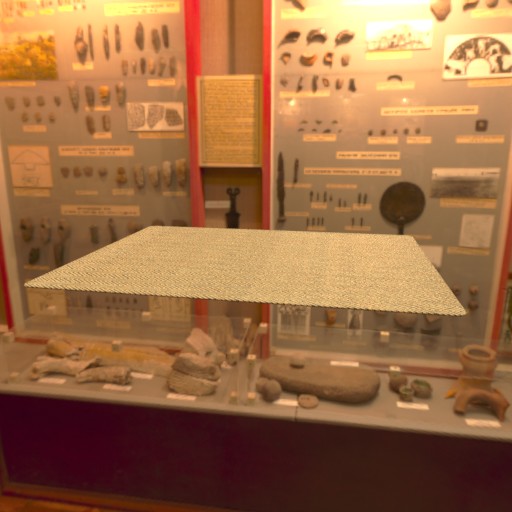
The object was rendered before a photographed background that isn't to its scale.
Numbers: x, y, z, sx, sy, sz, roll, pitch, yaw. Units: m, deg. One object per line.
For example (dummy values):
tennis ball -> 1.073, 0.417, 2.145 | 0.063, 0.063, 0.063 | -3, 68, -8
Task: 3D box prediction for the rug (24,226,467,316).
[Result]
rug -> 0.000, 0.000, 4.252 | 3.207, 0.014, 2.439 | 3, 15, 10
